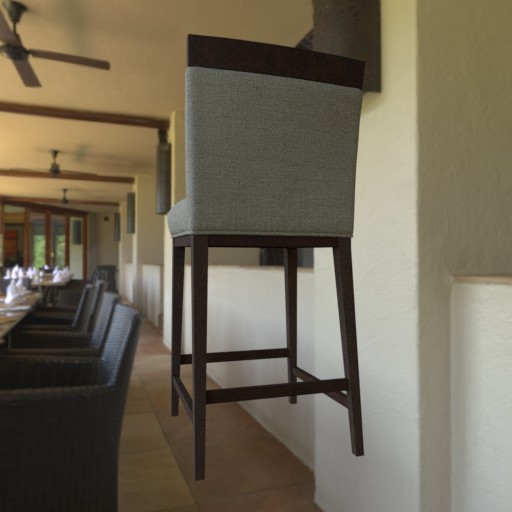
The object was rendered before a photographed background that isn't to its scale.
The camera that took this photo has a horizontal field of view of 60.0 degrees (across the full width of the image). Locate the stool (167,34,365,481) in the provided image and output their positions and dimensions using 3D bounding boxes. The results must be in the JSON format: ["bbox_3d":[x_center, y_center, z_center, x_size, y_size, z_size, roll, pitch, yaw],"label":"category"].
[{"bbox_3d":[0.000,0.000,1.404,0.511,1.117,0.531,0,-1,-18],"label":"stool"}]
